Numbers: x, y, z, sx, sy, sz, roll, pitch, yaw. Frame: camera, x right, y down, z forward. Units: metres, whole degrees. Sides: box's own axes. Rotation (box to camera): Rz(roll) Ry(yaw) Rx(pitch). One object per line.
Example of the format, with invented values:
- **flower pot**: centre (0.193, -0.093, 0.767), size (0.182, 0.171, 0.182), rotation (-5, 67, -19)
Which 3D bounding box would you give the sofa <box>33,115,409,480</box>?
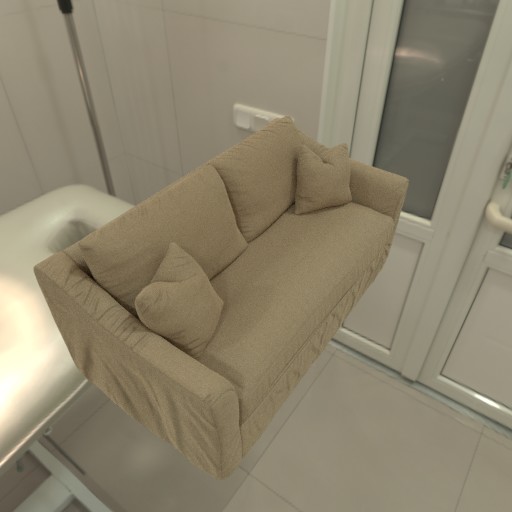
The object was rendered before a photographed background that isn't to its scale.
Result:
- **sofa**: centre (0.000, 0.000, 2.583), size (1.072, 1.018, 2.010), rotation (25, 46, 26)
